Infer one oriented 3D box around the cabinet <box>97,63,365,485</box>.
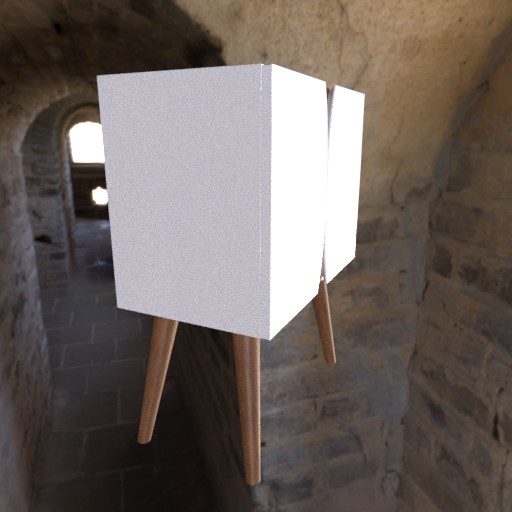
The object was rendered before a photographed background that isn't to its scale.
[{"bbox_3d":[0.000,0.000,1.074,0.344,0.772,0.591,7,17,25],"label":"cabinet"}]
